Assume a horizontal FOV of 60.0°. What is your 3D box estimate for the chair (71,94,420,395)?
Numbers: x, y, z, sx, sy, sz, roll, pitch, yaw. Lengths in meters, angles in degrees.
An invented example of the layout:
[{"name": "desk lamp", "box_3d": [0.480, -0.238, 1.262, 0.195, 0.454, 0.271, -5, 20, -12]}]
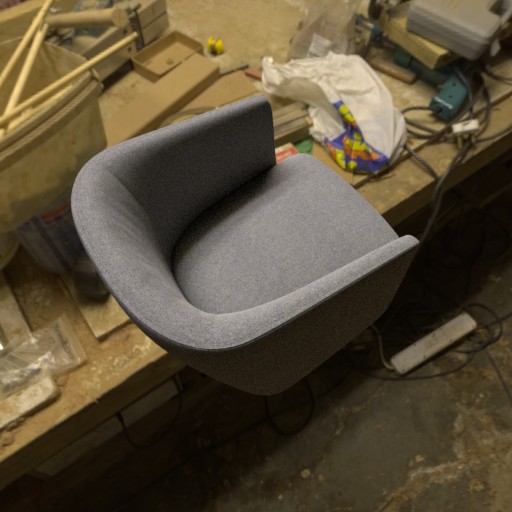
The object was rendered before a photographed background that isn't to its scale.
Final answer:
[{"name": "chair", "box_3d": [0.000, 0.000, 1.600, 0.986, 0.861, 0.822, -30, 63, -17]}]
